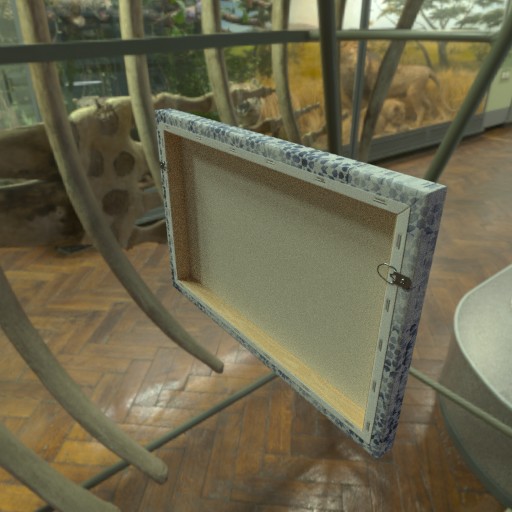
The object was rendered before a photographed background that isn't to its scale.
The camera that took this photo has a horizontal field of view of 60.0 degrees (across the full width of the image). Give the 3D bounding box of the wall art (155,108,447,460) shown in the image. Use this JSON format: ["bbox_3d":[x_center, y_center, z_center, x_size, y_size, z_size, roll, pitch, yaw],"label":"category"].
[{"bbox_3d":[0.000,0.000,1.142,0.057,0.608,0.911,-20,34,-33],"label":"wall art"}]
